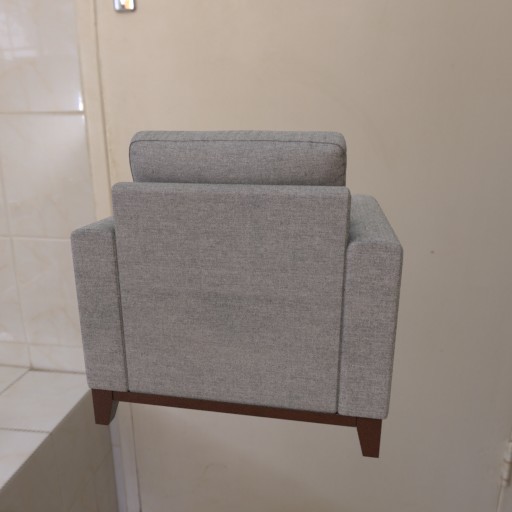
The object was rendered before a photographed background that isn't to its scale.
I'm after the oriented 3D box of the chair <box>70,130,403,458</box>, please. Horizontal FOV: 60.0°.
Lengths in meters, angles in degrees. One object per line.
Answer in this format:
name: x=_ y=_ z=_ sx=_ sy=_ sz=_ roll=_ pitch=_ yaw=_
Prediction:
chair: x=0.000 y=0.000 z=1.853 sx=1.024 sy=1.010 sz=1.038 roll=3 pitch=16 yaw=10
